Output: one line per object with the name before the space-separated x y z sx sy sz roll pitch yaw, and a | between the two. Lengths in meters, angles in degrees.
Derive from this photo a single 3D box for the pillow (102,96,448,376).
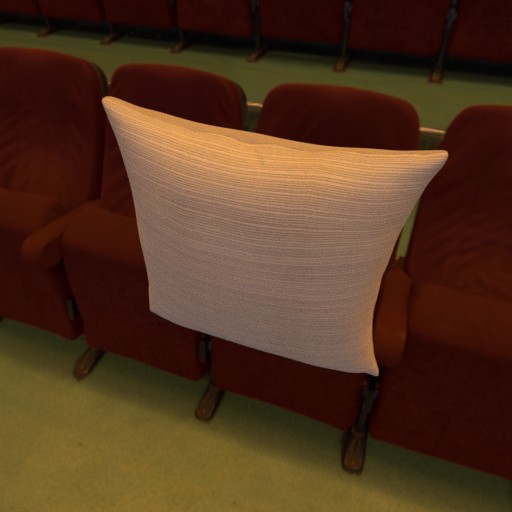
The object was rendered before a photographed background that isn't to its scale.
pillow | 0.000 0.000 0.779 0.512 0.497 0.204 13 43 14
